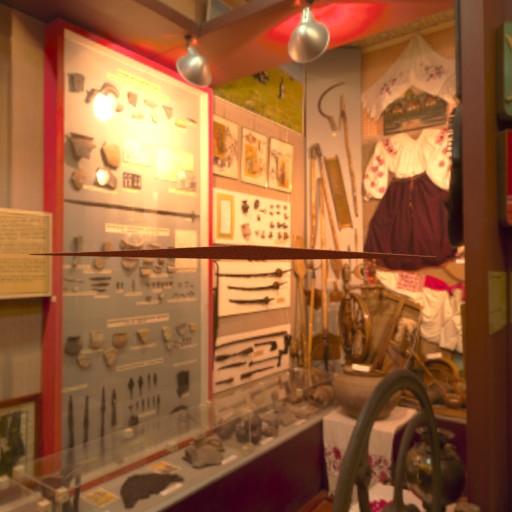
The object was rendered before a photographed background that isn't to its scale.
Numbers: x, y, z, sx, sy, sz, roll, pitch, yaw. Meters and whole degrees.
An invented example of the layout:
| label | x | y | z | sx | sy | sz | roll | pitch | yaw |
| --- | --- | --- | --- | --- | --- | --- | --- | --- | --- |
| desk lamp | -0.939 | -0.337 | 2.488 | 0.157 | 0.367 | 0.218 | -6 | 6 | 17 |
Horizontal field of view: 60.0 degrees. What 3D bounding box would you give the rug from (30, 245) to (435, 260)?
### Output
| label | x | y | z | sx | sy | sz | roll | pitch | yaw |
| --- | --- | --- | --- | --- | --- | --- | --- | --- | --- |
| rug | 0.000 | 0.000 | 2.807 | 1.594 | 0.009 | 2.112 | -1 | -2 | 39 |
